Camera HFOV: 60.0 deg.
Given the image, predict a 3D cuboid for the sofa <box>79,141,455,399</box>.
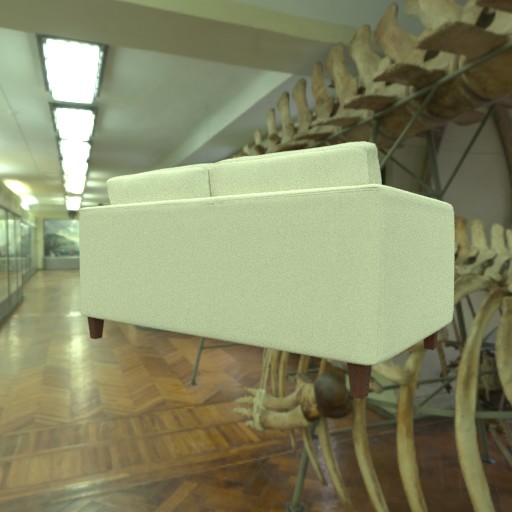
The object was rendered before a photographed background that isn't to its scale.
[{"bbox_3d":[0.000,0.000,2.245,1.702,0.888,0.964,1,2,37],"label":"sofa"}]
